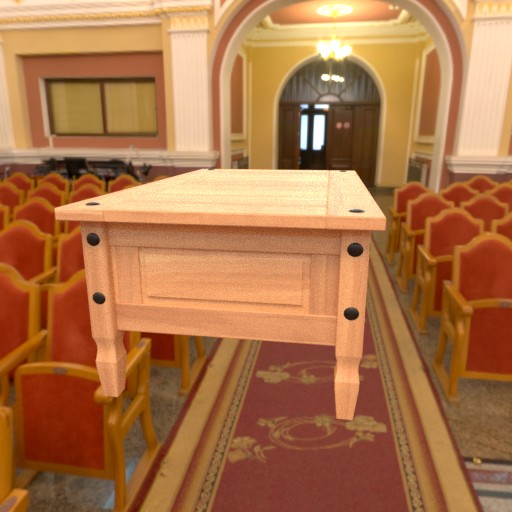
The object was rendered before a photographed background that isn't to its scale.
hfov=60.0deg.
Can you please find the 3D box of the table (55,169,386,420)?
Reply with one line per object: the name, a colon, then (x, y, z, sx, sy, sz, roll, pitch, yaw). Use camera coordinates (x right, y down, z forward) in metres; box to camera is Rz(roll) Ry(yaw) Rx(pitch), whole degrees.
table: (0.000, 0.000, 1.311, 0.600, 0.437, 1.000, 2, 15, 9)
